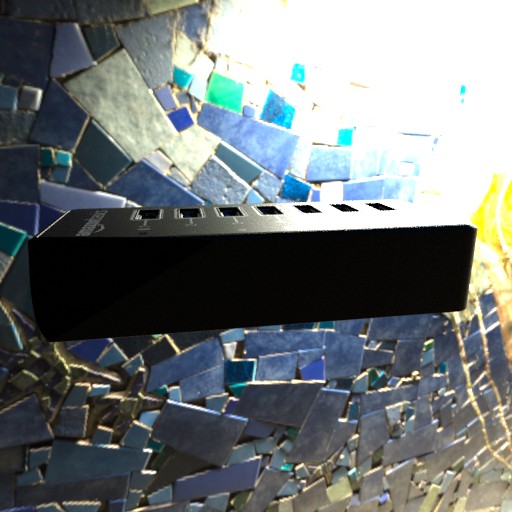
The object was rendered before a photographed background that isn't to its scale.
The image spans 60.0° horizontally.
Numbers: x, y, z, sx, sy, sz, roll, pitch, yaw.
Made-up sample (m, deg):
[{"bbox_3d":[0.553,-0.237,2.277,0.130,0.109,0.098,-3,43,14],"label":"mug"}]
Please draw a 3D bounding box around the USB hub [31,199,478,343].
[{"bbox_3d":[0.000,0.000,0.126,0.110,0.023,0.044,-3,17,-10],"label":"USB hub"}]
